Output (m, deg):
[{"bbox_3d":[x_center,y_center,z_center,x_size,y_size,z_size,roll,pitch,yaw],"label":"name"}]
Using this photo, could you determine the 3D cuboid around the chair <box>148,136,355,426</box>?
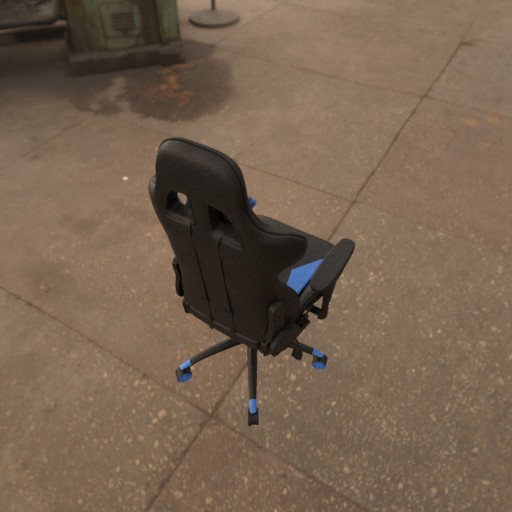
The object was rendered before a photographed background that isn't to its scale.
[{"bbox_3d":[0.000,0.000,1.733,0.695,1.282,0.730,25,51,22],"label":"chair"}]
